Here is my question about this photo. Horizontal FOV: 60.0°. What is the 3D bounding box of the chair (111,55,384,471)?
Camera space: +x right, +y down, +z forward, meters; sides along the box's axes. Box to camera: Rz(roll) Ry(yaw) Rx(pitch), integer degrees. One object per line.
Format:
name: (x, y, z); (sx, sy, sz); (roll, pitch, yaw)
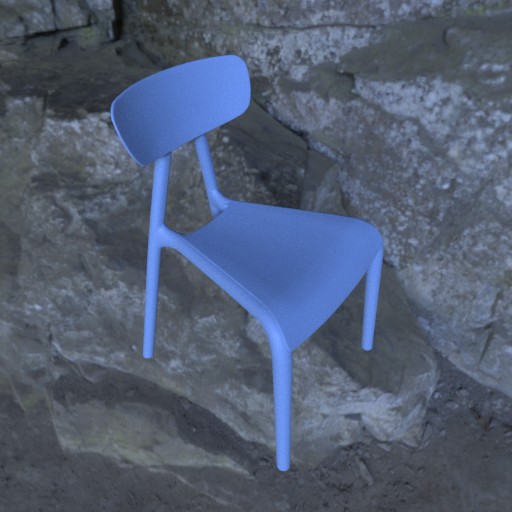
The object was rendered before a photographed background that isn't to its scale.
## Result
chair: (0.000, 0.000, 0.800); (0.401, 0.580, 0.356); (27, 48, 27)
